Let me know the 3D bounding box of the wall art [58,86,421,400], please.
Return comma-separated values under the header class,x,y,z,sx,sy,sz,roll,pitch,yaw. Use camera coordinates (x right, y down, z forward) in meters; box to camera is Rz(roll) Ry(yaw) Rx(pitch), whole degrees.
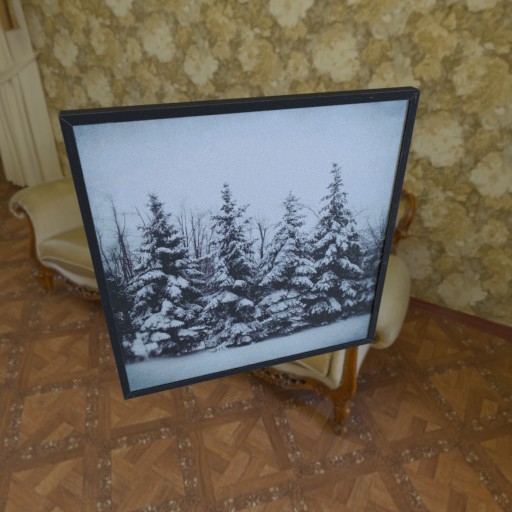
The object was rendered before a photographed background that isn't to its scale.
class,x,y,z,sx,sy,sz,roll,pitch,yaw
wall art,0.000,0.000,1.113,0.761,0.761,0.037,-9,33,-15
